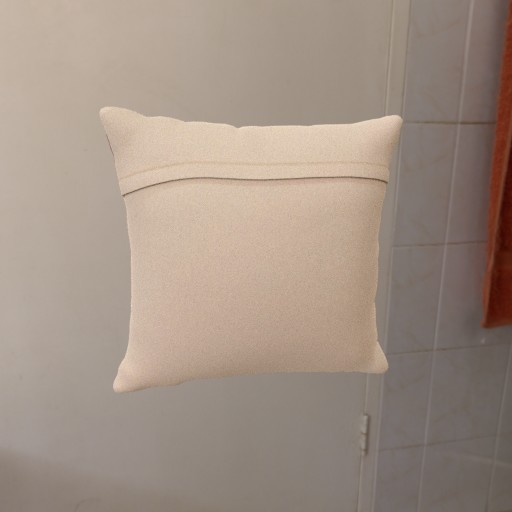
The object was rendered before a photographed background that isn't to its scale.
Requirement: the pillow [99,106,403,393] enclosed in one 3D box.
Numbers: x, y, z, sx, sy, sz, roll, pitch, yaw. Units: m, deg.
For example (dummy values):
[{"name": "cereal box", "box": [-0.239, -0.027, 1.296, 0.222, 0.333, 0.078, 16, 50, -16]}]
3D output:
[{"name": "pillow", "box": [0.000, 0.000, 0.799, 0.536, 0.506, 0.229, -2, 15, -8]}]
